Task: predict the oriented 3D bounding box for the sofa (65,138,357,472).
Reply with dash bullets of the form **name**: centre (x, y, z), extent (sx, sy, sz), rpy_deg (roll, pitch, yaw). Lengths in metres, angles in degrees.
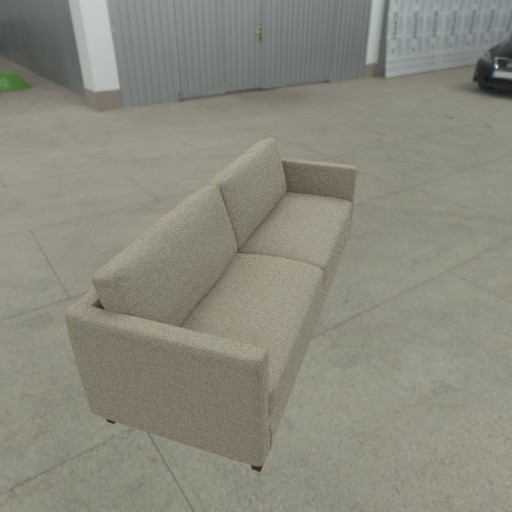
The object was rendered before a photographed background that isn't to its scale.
- **sofa**: centre (0.000, 0.000, 2.895), extent (0.951, 0.965, 2.434), rpy_deg (10, 32, 17)
